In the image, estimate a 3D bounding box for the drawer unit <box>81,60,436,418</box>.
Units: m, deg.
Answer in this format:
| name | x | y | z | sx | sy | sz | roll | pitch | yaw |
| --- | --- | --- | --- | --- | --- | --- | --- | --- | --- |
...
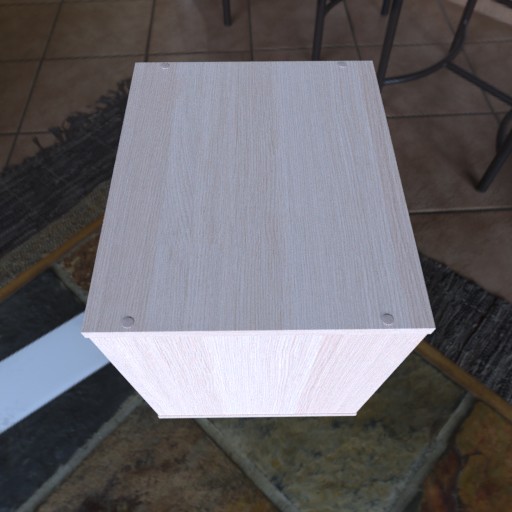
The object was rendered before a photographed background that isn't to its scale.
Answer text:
| name | x | y | z | sx | sy | sz | roll | pitch | yaw |
| --- | --- | --- | --- | --- | --- | --- | --- | --- | --- |
| drawer unit | 0.000 | 0.000 | 0.599 | 0.290 | 0.344 | 0.349 | -1 | 59 | 0 |
